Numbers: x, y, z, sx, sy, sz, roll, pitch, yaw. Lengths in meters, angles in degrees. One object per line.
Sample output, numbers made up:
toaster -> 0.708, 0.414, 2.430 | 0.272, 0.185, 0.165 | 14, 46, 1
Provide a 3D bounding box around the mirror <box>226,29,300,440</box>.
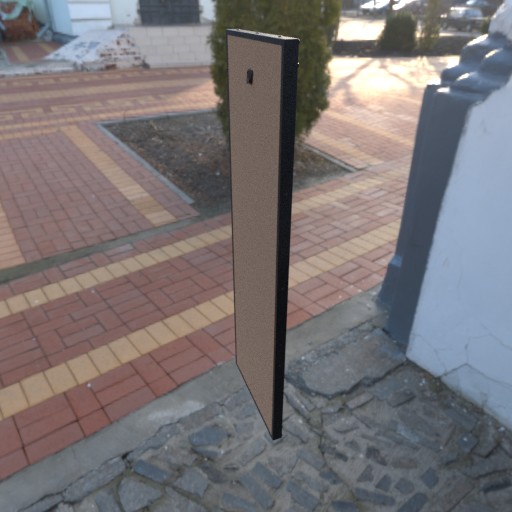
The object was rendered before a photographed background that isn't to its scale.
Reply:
mirror -> 0.000, 0.000, 1.196 | 0.042, 1.080, 0.354 | -11, 31, -18
